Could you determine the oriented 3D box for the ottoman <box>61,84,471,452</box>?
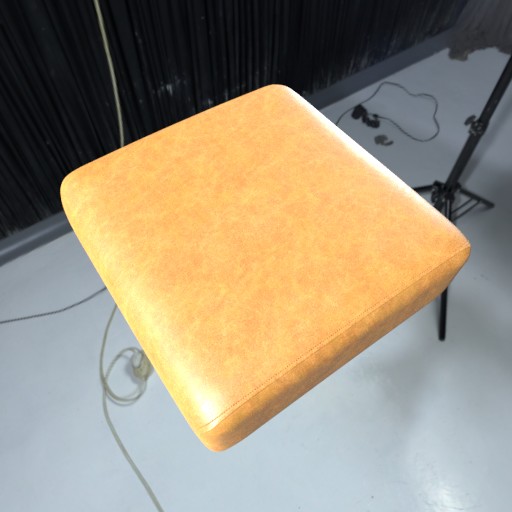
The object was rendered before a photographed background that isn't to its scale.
[{"bbox_3d":[0.000,0.000,1.047,0.650,0.399,0.650,-30,61,-19],"label":"ottoman"}]
